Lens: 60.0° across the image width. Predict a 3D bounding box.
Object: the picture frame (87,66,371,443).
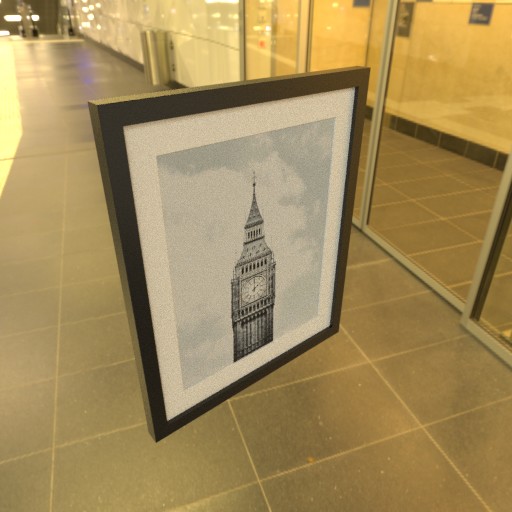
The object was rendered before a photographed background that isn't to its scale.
[{"bbox_3d":[0.000,0.000,0.749,0.460,0.556,0.028,-22,37,-33],"label":"picture frame"}]
